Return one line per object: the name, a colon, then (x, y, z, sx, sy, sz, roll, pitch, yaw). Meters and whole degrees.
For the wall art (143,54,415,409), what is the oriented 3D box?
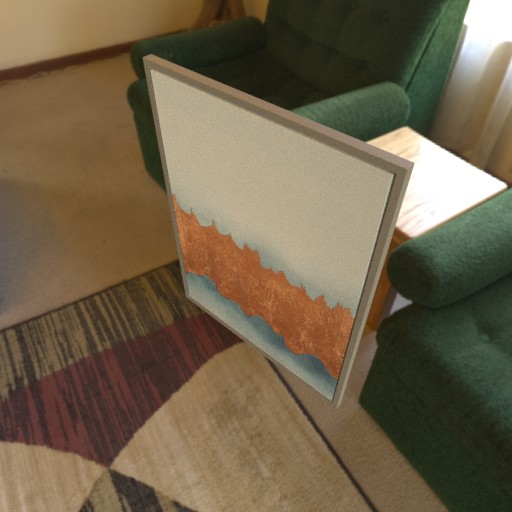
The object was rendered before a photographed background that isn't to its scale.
wall art: (0.000, 0.000, 1.409, 0.789, 1.042, 0.034, 32, 54, 27)
